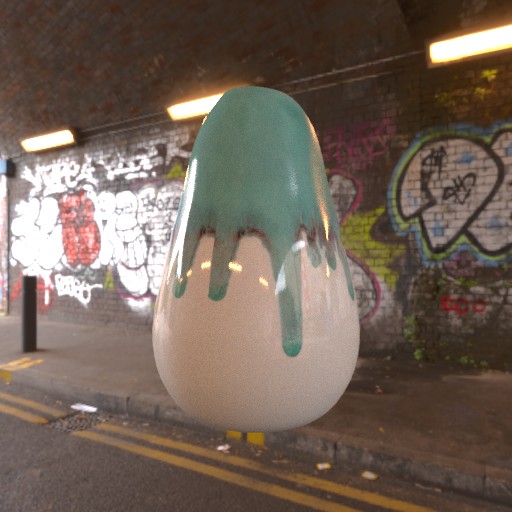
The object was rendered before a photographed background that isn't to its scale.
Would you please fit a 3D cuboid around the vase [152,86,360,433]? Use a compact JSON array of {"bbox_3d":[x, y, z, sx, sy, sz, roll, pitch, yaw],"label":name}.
[{"bbox_3d":[0.000,0.000,0.255,0.116,0.179,0.116,0,0,0],"label":"vase"}]
